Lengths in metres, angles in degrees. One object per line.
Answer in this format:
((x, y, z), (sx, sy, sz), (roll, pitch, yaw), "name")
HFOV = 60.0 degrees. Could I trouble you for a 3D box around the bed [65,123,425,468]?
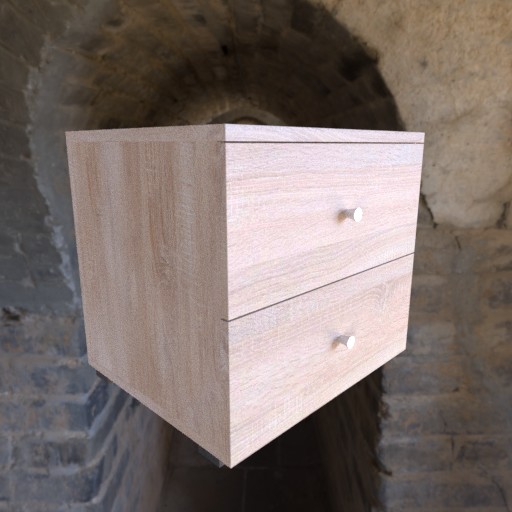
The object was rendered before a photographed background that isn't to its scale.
((0.000, 0.000, 0.779), (0.401, 0.420, 0.460), (13, 19, 43), "bed")
